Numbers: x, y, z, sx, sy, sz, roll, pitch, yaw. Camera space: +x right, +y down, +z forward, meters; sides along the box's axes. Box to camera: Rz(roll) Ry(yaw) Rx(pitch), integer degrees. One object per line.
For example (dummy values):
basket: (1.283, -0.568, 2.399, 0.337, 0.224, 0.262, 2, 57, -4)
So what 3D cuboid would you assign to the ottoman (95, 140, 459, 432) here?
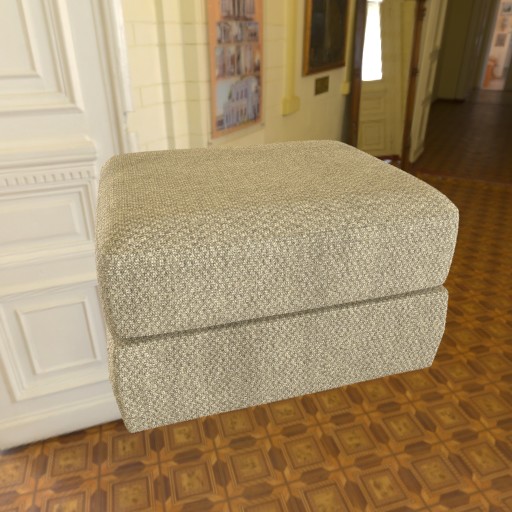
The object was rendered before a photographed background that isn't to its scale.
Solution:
ottoman: (0.000, 0.000, 1.127, 0.751, 0.476, 0.603, -8, 28, -15)
